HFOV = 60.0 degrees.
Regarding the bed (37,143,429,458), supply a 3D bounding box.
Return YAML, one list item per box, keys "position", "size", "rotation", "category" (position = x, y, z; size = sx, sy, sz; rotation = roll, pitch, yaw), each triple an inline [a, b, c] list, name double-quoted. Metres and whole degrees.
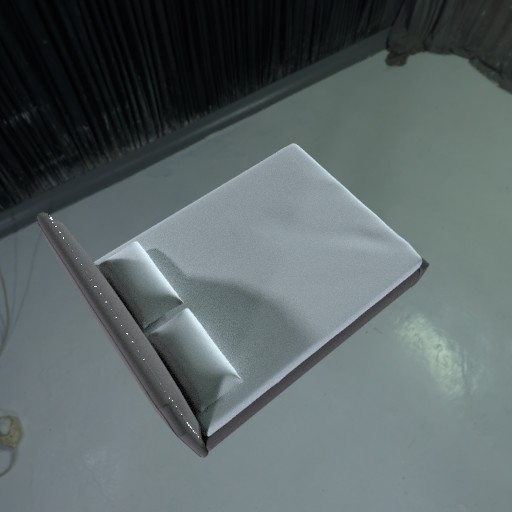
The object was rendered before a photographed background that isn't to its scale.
- position: [0.000, 0.000, 3.412]
  size: [2.372, 1.443, 1.713]
  rotation: [-34, 66, -18]
  category: "bed"
